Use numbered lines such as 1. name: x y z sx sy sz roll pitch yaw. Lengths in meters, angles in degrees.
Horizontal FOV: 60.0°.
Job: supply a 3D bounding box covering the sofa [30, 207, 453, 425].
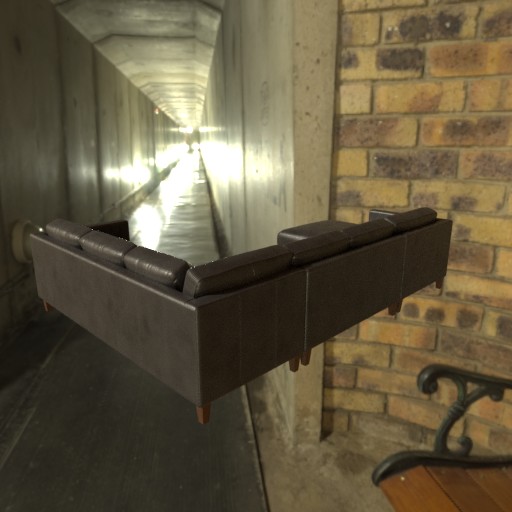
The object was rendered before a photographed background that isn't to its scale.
1. sofa: 0.000 0.000 4.356 3.324 0.891 2.452 -15 22 -43
